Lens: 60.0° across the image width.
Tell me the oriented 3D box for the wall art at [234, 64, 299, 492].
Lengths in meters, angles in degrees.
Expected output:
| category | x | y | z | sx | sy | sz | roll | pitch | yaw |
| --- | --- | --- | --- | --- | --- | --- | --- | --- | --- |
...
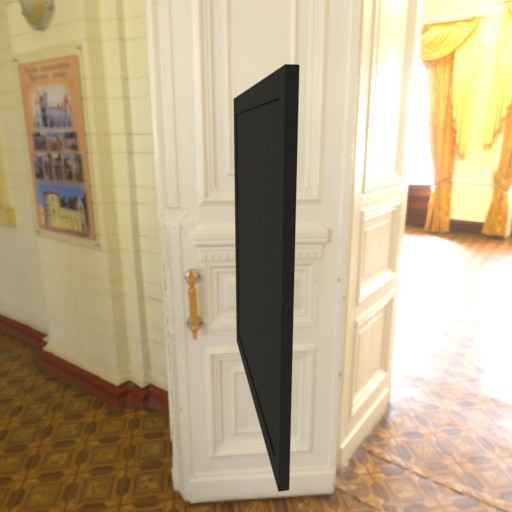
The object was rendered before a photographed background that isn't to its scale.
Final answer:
| category | x | y | z | sx | sy | sz | roll | pitch | yaw |
| --- | --- | --- | --- | --- | --- | --- | --- | --- | --- |
| wall art | 0.000 | 0.000 | 0.505 | 0.010 | 0.361 | 0.311 | -3 | 15 | -9 |
